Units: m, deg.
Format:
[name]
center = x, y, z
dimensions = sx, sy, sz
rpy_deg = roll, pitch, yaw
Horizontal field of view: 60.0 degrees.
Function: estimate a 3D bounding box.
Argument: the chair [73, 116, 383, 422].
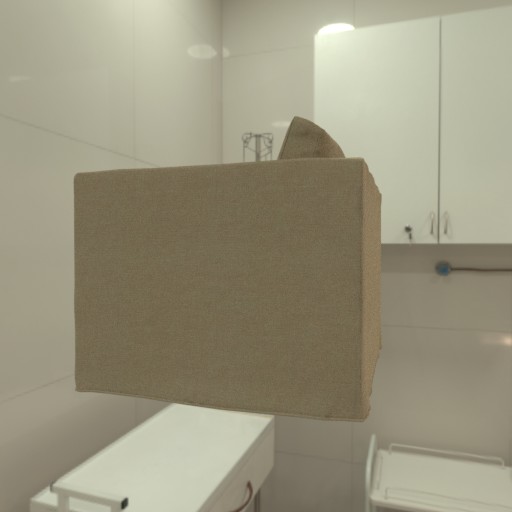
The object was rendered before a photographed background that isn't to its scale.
[chair]
center = 0.000, 0.000, 1.774
dimensions = 0.949, 0.863, 1.057
rpy_deg = 0, 1, 18
